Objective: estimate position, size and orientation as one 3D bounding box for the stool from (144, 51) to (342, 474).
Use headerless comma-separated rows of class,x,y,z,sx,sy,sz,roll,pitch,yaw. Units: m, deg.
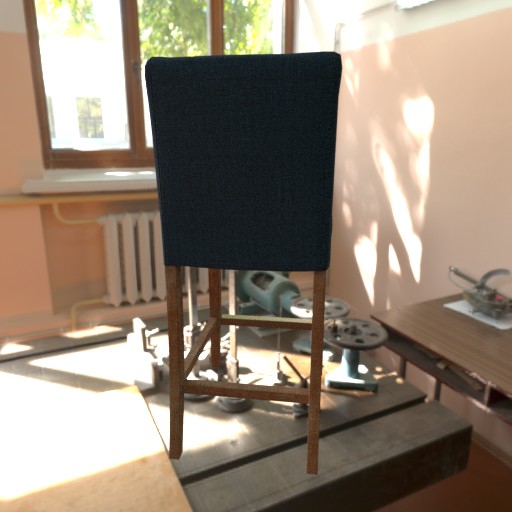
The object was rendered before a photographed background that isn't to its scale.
stool,0.000,0.000,1.332,0.454,1.039,0.567,2,15,8
